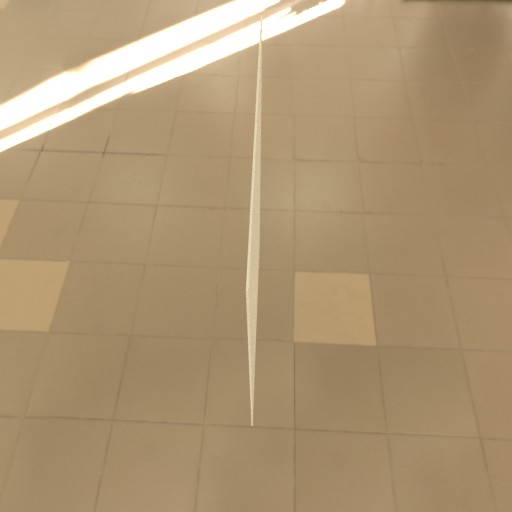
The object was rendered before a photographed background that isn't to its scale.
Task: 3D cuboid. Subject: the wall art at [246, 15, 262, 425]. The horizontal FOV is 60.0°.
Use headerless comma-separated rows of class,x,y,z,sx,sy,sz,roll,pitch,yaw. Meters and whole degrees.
wall art,0.000,0.000,0.792,0.003,0.609,0.457,2,58,1
